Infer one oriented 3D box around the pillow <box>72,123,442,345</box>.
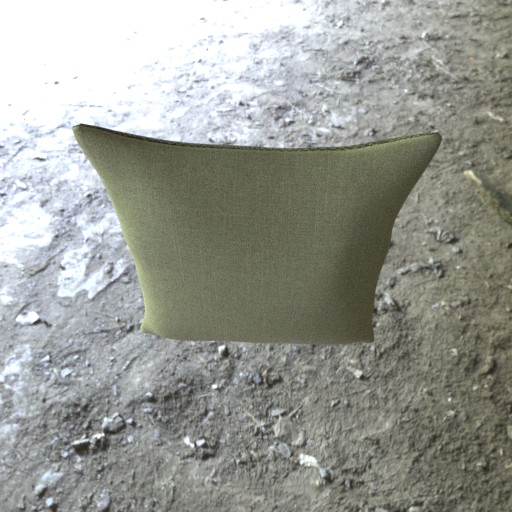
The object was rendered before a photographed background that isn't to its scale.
[{"bbox_3d":[0.000,0.000,0.673,0.435,0.432,0.138,2,46,2],"label":"pillow"}]
